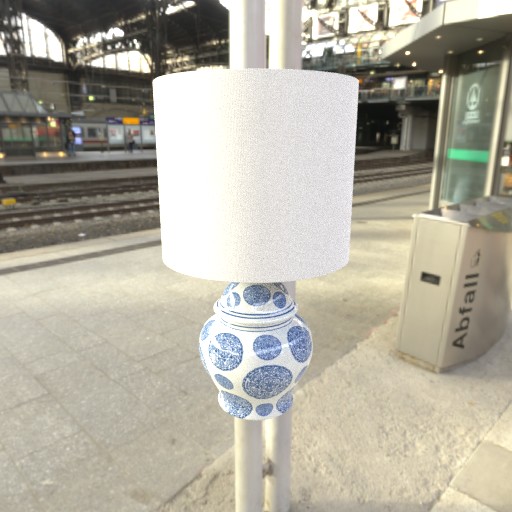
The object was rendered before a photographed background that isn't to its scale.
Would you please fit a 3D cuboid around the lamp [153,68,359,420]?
[{"bbox_3d":[0.000,0.000,0.522,0.215,0.381,0.215,14,20,41],"label":"lamp"}]
